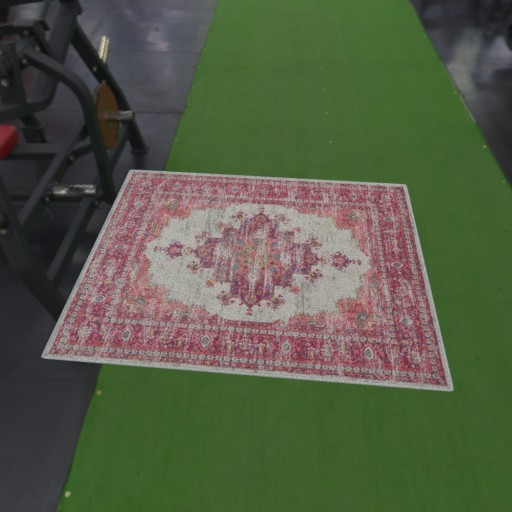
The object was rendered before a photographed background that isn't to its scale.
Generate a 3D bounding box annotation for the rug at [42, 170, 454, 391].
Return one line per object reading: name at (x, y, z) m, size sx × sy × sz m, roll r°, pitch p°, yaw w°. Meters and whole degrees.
rug at (0.000, 0.000, 4.159) m, size 3.123 × 0.017 × 2.447 m, roll 4°, pitch 47°, yaw 3°
